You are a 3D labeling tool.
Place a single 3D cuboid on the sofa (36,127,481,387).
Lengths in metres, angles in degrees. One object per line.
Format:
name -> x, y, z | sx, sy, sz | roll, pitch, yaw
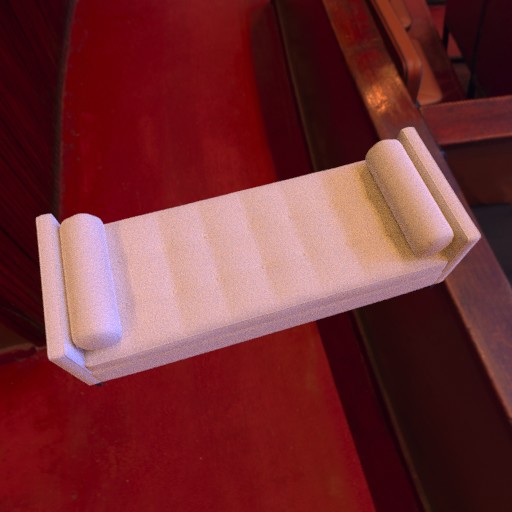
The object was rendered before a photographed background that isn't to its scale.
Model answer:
sofa -> 0.000, 0.000, 2.340 | 1.985, 0.641, 0.746 | -15, 63, -8
